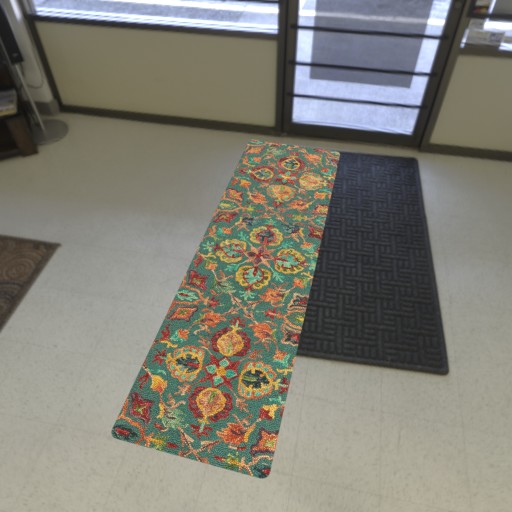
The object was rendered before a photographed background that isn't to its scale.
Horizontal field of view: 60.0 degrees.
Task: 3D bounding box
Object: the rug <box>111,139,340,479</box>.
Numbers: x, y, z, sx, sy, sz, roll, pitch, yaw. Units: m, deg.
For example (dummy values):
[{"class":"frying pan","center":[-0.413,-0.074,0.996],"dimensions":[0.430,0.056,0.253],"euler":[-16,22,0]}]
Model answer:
[{"class":"rug","center":[0.000,0.000,2.542],"dimensions":[0.686,0.013,2.286],"euler":[11,48,10]}]
